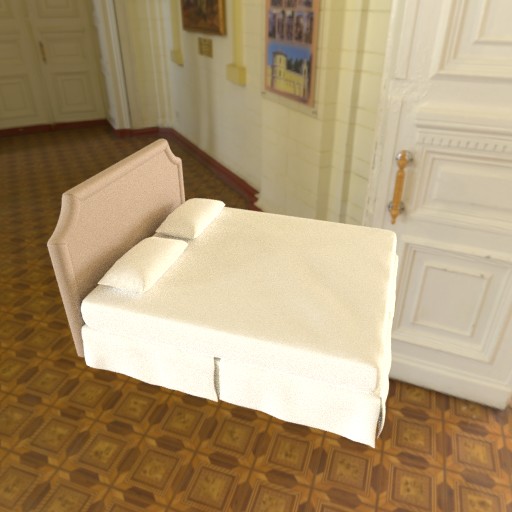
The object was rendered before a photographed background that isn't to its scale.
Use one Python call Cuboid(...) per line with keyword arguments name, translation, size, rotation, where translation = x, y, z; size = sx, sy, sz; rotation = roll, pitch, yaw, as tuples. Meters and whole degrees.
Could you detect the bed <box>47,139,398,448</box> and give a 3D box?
Cuboid(name="bed", translation=(0.000, 0.000, 4.264), size=(2.773, 1.590, 2.350), rotation=(10, 32, 15))
